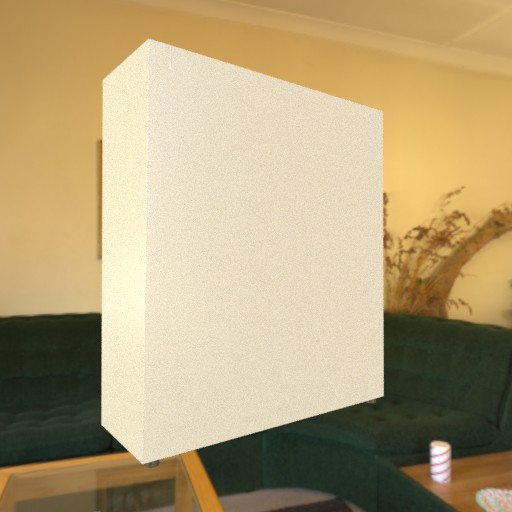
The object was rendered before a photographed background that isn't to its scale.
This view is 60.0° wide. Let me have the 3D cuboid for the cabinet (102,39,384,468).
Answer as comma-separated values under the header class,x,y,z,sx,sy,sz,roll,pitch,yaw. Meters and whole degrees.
class,x,y,z,sx,sy,sz,roll,pitch,yaw
cabinet,0.000,0.000,1.598,0.990,1.150,0.348,0,-1,-36
